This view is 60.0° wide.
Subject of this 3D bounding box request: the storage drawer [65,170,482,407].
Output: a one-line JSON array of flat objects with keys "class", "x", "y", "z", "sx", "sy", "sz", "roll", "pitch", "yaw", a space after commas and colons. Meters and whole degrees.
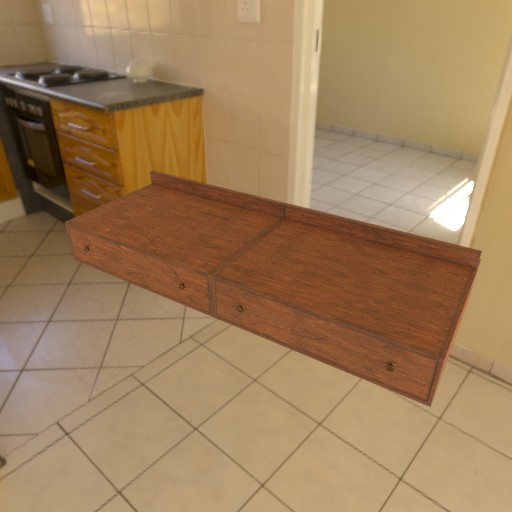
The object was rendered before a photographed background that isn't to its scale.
[{"class": "storage drawer", "x": 0.000, "y": 0.000, "z": 2.202, "sx": 1.914, "sy": 0.339, "sz": 0.774, "roll": 18, "pitch": 35, "yaw": 27}]
